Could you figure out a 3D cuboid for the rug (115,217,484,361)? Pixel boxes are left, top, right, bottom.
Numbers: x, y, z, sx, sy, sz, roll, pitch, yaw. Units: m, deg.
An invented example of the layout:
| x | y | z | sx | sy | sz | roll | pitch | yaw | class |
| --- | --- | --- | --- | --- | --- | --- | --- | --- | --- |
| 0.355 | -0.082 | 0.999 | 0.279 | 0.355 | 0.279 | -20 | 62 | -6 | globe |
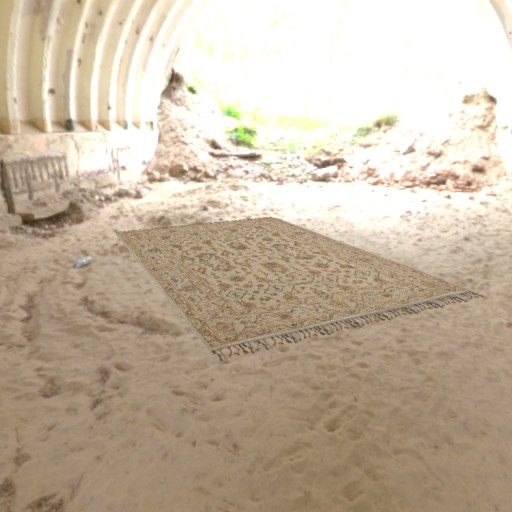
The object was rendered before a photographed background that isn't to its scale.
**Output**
| x | y | z | sx | sy | sz | roll | pitch | yaw | class |
| --- | --- | --- | --- | --- | --- | --- | --- | --- | --- |
| 0.000 | 0.000 | 3.069 | 1.529 | 0.027 | 2.434 | -8 | 18 | -25 | rug |
